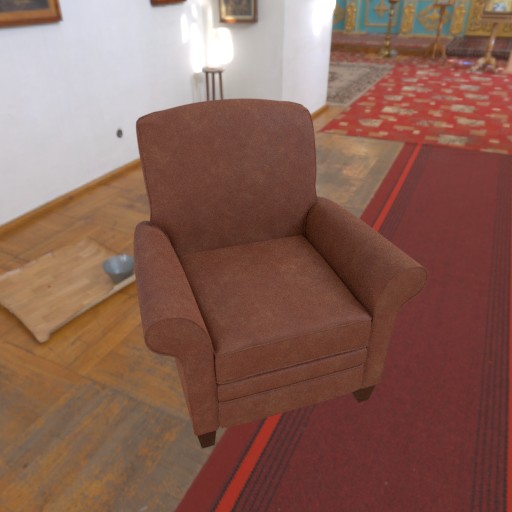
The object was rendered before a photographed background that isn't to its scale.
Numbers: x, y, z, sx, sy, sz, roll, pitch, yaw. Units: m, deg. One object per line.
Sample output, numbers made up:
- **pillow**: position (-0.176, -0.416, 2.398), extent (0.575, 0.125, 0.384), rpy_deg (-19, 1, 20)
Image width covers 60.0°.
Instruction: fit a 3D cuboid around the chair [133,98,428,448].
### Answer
- **chair**: position (0.000, 0.000, 1.796), extent (0.978, 1.061, 0.902), rpy_deg (-10, 33, -16)
